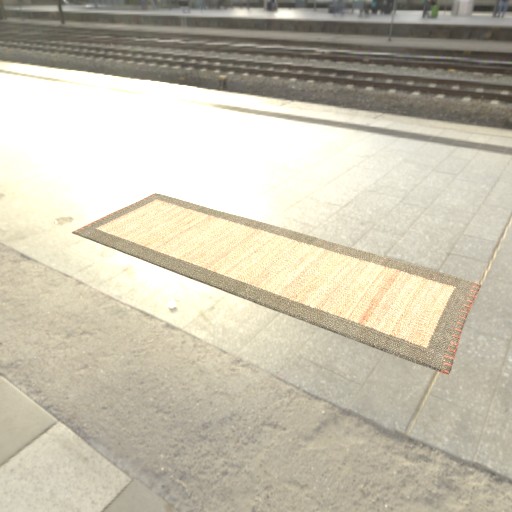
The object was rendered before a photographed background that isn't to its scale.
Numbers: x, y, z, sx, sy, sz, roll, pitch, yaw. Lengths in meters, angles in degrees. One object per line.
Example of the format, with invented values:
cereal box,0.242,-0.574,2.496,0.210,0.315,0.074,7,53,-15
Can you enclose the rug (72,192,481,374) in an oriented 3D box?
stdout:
rug,0.000,0.000,2.690,2.413,0.016,0.810,18,35,27
